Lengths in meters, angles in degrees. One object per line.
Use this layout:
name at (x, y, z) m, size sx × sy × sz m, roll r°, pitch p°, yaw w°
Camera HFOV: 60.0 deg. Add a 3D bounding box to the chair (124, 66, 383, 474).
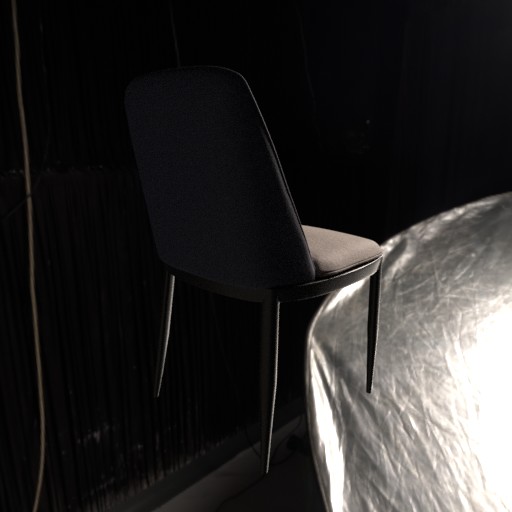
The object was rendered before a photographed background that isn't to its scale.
chair at (0.000, 0.000, 1.143) m, size 0.480 × 0.839 × 0.551 m, roll 14°, pitch 20°, yaw 43°
